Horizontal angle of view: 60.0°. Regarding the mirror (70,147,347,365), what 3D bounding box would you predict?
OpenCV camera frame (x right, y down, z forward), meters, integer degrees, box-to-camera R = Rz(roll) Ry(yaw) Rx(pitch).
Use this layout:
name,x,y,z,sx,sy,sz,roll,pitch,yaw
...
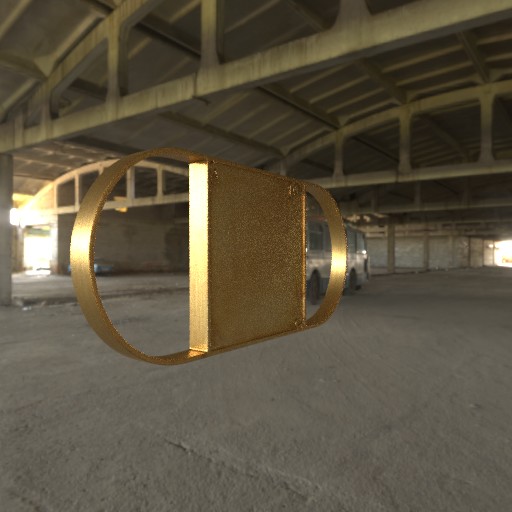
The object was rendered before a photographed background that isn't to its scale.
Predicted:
name,x,y,z,sx,sy,sz,roll,pitch,yaw
mirror,0.000,0.000,0.666,0.032,0.254,0.584,0,0,36
